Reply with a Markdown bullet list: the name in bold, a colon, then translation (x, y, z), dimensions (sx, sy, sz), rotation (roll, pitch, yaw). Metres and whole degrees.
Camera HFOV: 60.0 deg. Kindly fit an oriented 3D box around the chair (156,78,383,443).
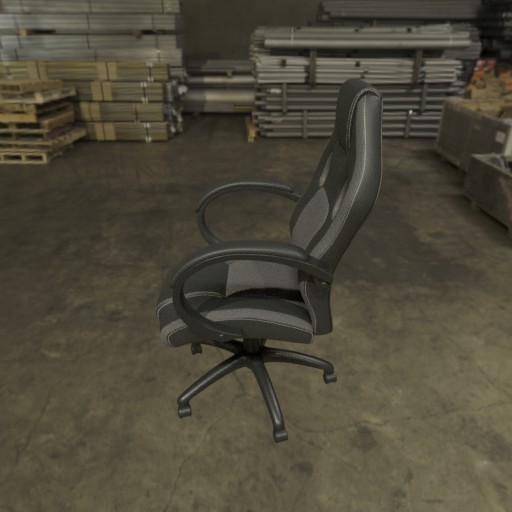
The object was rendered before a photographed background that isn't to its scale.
- **chair**: translation (0.000, 0.000, 1.609), dimensions (0.724, 1.187, 0.673), rotation (0, 27, 0)
